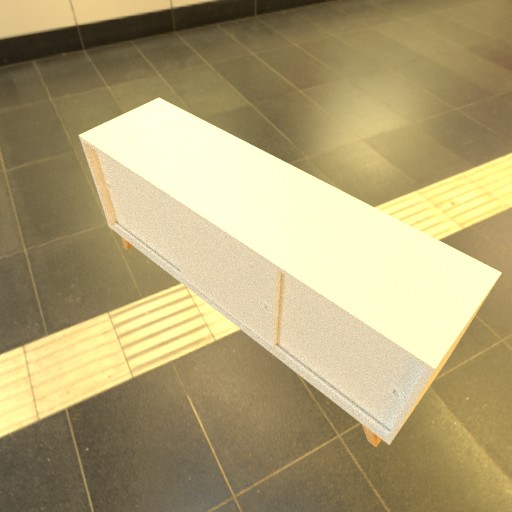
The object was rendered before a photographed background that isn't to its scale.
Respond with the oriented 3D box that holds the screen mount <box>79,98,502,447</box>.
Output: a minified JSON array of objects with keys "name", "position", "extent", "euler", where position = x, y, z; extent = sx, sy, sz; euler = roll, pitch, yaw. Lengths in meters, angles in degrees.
[{"name":"screen mount","position":[0.000,0.000,1.705],"extent":[1.490,0.619,0.400],"euler":[33,55,27]}]
